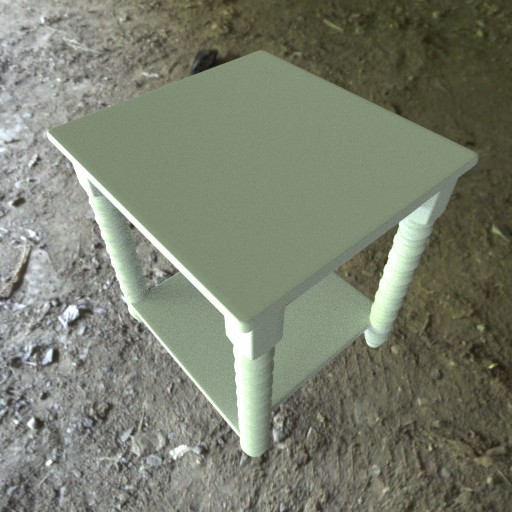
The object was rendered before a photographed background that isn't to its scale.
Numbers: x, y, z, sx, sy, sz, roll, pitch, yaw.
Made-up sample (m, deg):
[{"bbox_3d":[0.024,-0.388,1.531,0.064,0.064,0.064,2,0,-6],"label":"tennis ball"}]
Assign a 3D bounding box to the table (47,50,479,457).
[{"bbox_3d":[0.000,0.000,0.943,0.500,0.563,0.533,-33,56,-26],"label":"table"}]
